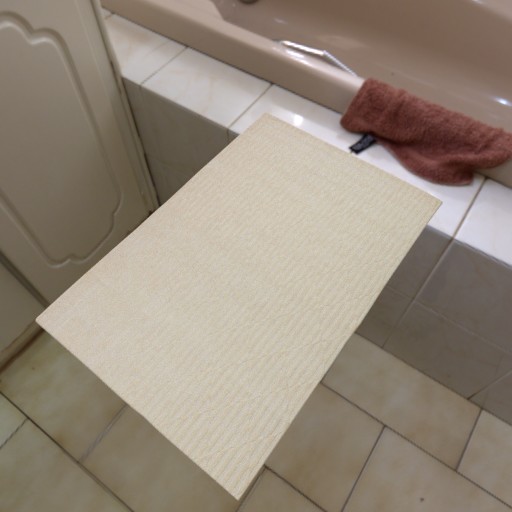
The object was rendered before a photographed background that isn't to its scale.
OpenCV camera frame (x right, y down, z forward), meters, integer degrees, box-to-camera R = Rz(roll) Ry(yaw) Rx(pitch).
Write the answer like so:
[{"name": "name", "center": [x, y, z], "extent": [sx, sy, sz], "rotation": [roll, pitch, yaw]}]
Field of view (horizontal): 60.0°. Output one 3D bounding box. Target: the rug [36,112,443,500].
[{"name": "rug", "center": [0.000, 0.000, 2.284], "extent": [1.238, 0.014, 1.848], "rotation": [33, 63, 19]}]
